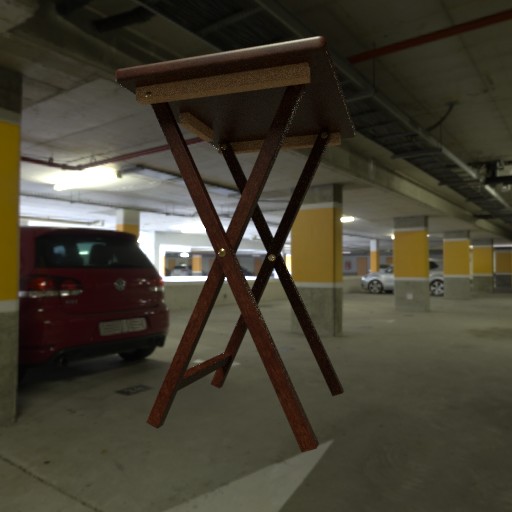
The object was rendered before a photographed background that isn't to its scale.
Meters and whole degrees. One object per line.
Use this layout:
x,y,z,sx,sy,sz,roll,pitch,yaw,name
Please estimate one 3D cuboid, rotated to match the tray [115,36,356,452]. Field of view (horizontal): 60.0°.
0.000,0.000,0.955,0.381,0.660,0.483,-1,-2,18,tray
